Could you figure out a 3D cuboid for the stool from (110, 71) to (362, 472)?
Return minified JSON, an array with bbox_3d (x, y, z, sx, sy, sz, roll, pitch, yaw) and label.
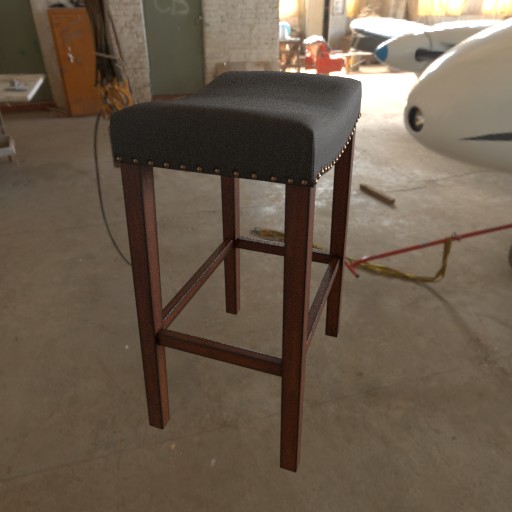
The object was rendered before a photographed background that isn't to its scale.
[{"bbox_3d":[0.000,0.000,1.031,0.366,0.748,0.502,10,32,17],"label":"stool"}]
